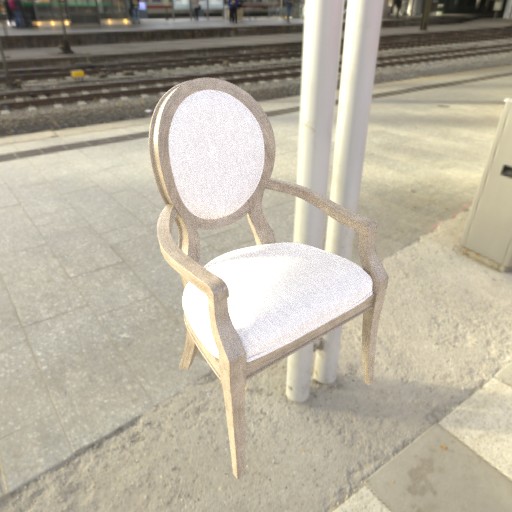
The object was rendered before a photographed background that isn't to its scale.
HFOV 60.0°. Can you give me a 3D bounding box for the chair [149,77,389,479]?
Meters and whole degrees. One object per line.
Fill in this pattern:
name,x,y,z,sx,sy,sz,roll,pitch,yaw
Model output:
chair,0.000,0.000,1.391,0.611,0.991,0.602,-21,36,-32
